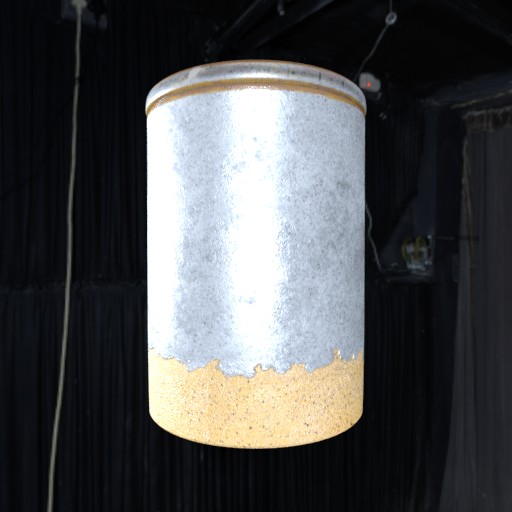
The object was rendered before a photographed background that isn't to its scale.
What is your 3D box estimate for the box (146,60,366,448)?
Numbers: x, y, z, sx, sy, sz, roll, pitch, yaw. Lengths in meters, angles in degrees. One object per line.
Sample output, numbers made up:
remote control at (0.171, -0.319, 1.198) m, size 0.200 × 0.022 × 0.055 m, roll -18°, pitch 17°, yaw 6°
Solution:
box at (0.000, 0.000, 0.244) m, size 0.118 × 0.168 × 0.118 m, roll 0°, pitch 0°, yaw 0°
